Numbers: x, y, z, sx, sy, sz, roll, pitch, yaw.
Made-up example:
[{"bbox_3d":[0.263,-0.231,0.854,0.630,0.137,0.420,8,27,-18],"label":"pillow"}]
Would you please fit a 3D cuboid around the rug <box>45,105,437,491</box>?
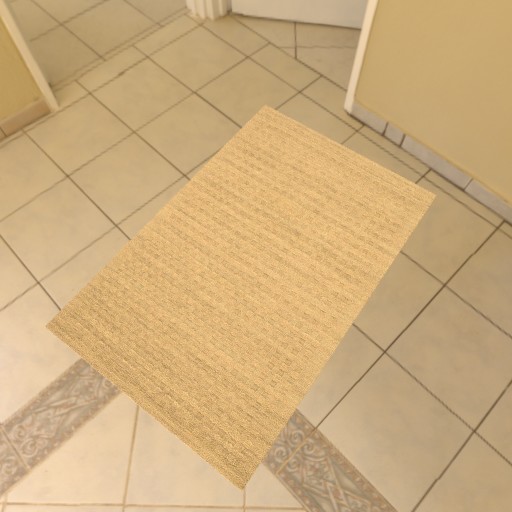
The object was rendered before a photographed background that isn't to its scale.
[{"bbox_3d":[0.000,0.000,2.226,1.142,0.006,1.752,33,67,16],"label":"rug"}]
